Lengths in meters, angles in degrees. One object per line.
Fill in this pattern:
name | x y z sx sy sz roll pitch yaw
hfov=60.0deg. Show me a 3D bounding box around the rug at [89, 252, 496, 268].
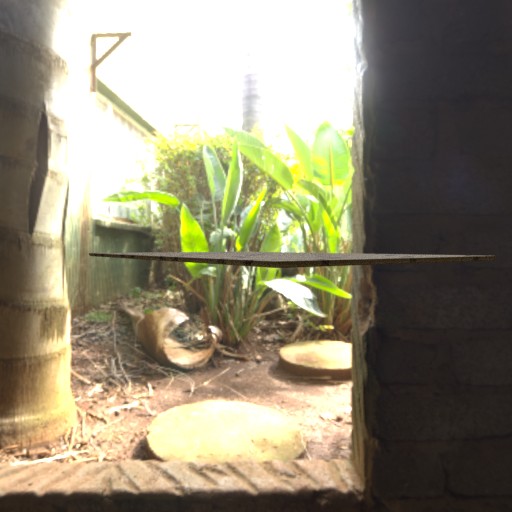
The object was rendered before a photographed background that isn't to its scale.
rug | 0.000 0.000 2.890 1.501 0.024 2.348 -1 2 -36
